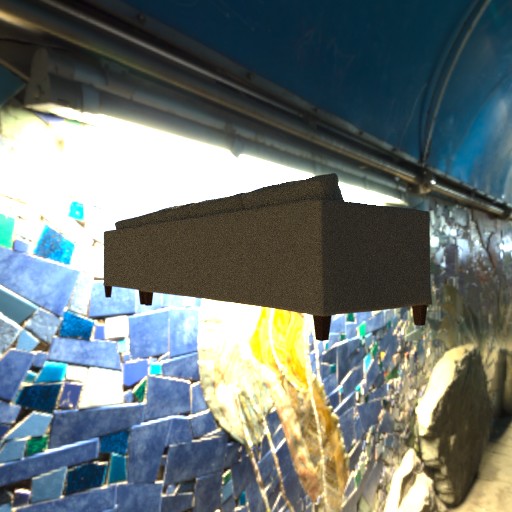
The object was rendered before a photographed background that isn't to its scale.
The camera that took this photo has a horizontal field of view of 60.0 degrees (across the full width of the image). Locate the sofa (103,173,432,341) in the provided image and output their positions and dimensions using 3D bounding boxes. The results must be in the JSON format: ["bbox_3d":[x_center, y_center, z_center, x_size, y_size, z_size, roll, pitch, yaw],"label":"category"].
[{"bbox_3d":[0.000,0.000,3.830,1.625,0.846,3.186,0,-1,-37],"label":"sofa"}]
